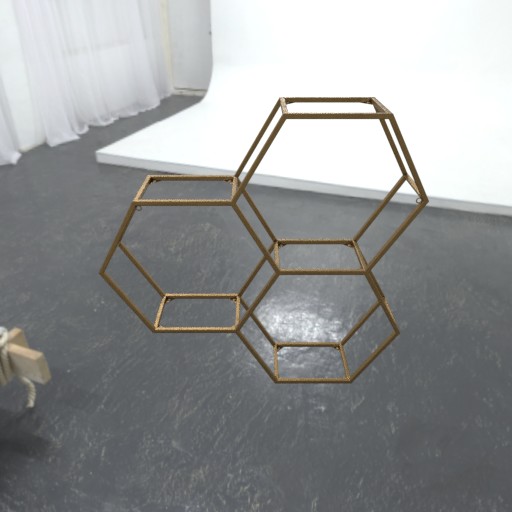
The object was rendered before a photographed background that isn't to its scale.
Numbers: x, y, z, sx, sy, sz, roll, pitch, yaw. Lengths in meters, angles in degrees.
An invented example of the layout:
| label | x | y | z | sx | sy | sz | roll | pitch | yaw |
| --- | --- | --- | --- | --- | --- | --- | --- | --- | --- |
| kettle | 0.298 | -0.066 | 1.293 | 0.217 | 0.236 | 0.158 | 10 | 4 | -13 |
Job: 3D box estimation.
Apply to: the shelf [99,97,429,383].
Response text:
| label | x | y | z | sx | sy | sz | roll | pitch | yaw |
| --- | --- | --- | --- | --- | --- | --- | --- | --- | --- |
| shelf | 0.000 | 0.000 | 1.060 | 0.708 | 0.701 | 0.150 | 0 | 31 | 0 |
